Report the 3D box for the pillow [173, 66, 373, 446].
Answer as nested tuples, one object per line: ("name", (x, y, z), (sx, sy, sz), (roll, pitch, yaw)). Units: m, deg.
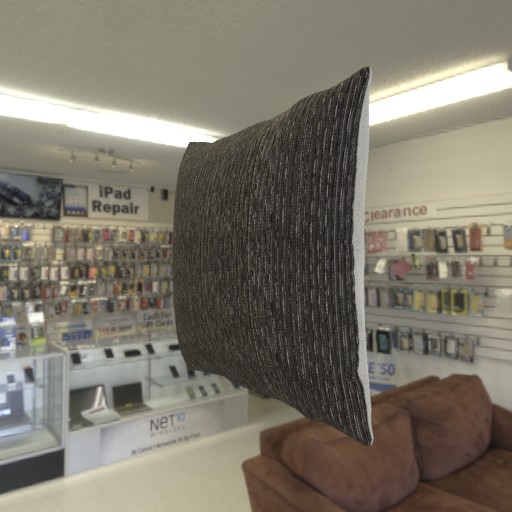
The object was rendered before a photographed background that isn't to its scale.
("pillow", (0.000, 0.000, 0.672), (0.196, 0.434, 0.433), (0, 0, -37))
